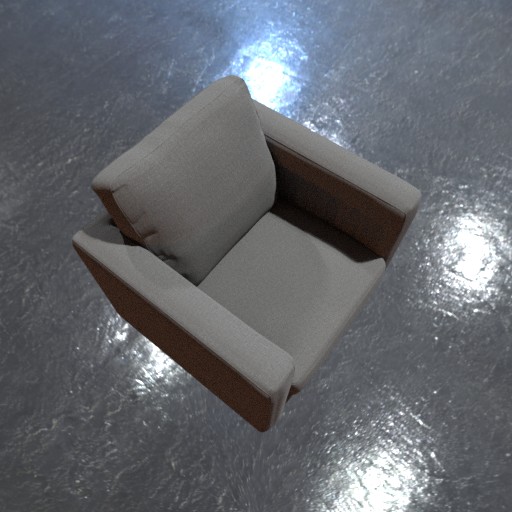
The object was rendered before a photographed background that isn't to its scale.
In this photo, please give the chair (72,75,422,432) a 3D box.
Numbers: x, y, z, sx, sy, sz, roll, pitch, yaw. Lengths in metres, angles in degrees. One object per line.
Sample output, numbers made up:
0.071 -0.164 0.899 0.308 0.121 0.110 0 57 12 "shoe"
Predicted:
0.000 0.000 1.589 0.800 0.927 0.854 34 65 18 "chair"
